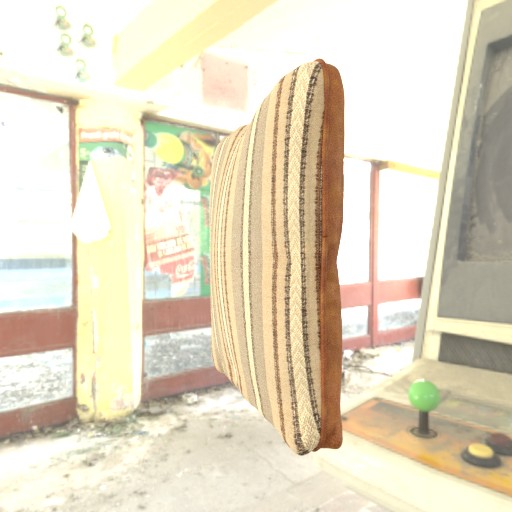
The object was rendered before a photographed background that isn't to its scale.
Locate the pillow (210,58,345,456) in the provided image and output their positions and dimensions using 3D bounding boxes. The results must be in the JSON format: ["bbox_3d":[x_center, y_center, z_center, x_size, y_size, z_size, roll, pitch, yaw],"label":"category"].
[{"bbox_3d":[0.000,0.000,0.745,0.130,0.490,0.489,0,1,-18],"label":"pillow"}]
